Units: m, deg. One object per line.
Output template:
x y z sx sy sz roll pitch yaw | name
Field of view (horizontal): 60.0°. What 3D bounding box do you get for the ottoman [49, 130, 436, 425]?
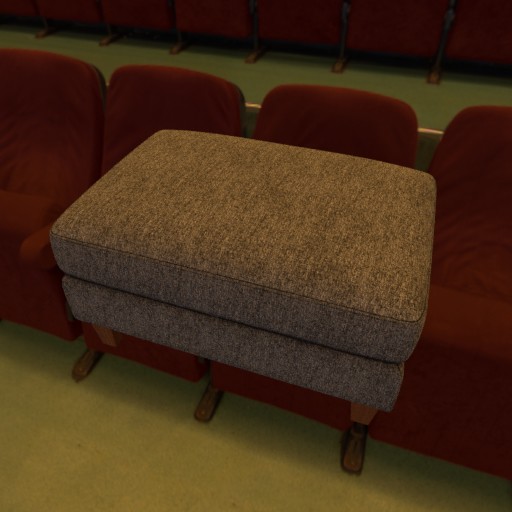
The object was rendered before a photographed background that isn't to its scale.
0.000 0.000 1.223 0.864 0.483 0.584 13 43 14 | ottoman
